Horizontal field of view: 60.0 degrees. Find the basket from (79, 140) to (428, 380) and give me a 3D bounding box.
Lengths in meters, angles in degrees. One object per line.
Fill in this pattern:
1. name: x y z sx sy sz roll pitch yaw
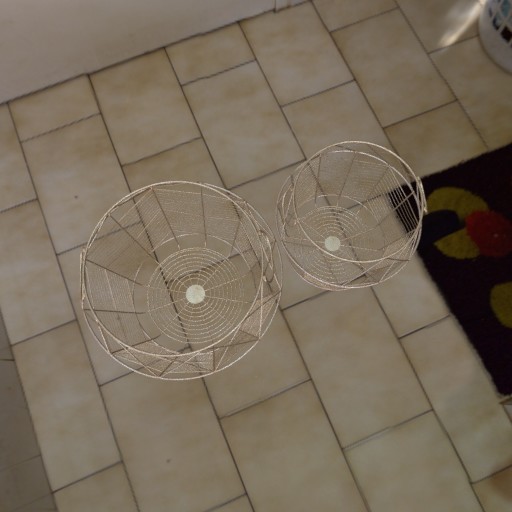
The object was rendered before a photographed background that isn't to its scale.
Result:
1. basket: 0.000 0.000 1.069 0.805 0.343 0.451 -20 76 -5
